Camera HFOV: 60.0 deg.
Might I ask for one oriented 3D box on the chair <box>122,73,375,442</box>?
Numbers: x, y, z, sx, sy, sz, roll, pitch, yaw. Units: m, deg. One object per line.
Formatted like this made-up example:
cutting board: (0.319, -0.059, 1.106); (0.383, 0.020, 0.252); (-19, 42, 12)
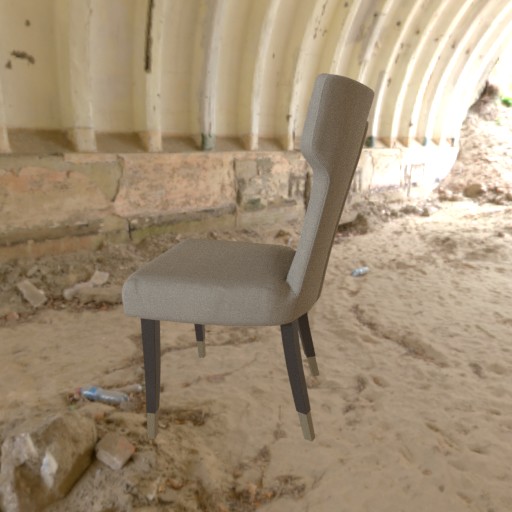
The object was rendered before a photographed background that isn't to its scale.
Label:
chair: (0.000, 0.000, 1.330); (0.630, 0.955, 0.526); (2, 15, 9)
